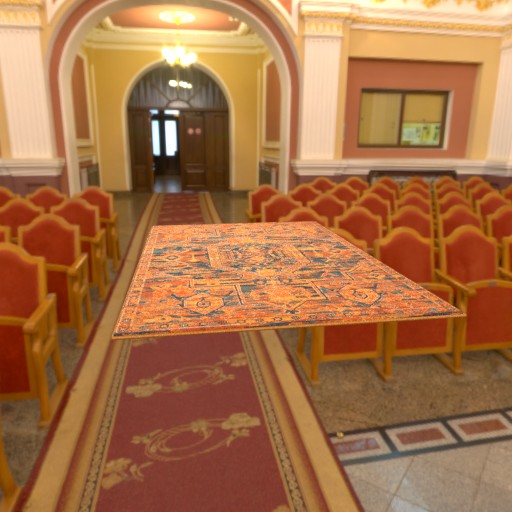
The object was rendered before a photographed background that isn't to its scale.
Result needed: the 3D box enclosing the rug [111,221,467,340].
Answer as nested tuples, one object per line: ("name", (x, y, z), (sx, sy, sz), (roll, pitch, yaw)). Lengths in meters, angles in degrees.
("rug", (0.000, 0.000, 1.088), (0.557, 0.008, 0.863), (-2, 15, -9))
